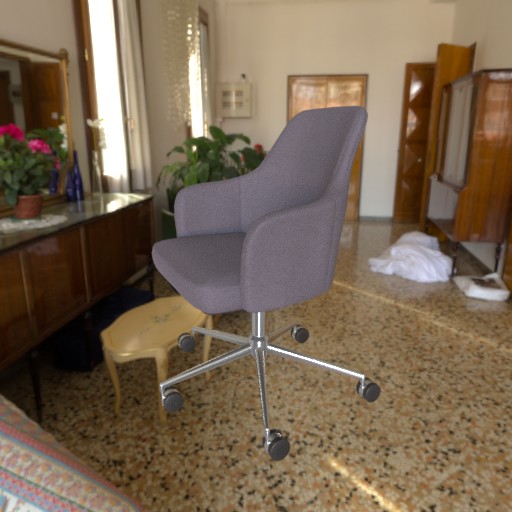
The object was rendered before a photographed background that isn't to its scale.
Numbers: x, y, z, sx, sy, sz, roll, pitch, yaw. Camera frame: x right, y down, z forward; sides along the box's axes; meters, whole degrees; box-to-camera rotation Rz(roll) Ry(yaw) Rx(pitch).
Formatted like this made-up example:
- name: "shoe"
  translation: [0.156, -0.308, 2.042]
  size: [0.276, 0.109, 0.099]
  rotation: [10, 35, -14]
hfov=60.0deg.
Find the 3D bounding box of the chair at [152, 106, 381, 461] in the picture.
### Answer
- name: "chair"
  translation: [0.000, 0.000, 1.264]
  size: [0.600, 0.820, 0.655]
  rotation: [-8, 18, -25]
